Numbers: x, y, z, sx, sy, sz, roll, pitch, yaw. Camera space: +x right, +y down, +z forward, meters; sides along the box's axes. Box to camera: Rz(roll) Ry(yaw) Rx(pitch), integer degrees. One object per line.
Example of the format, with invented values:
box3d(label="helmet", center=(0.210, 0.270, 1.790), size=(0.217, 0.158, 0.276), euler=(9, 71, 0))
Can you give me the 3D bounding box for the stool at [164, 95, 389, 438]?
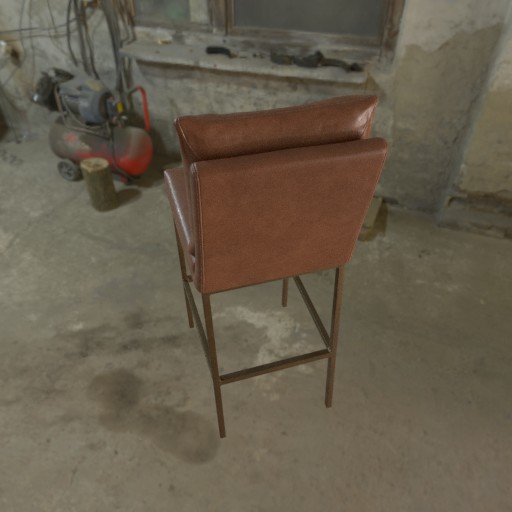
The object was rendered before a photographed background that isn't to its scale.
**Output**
box3d(label="stool", center=(0.000, 0.000, 1.410), size=(0.463, 1.124, 0.571), euler=(-11, 42, -13))
